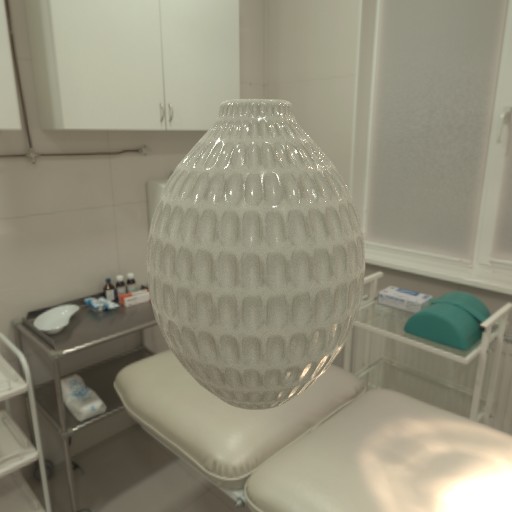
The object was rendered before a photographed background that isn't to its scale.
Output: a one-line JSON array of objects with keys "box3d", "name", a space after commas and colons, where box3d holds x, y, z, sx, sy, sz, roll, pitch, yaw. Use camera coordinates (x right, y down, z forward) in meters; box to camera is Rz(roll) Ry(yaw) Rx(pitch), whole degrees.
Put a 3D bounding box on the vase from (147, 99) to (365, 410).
[{"box3d": [0.000, 0.000, 0.337, 0.162, 0.223, 0.162, 0, 16, 0], "name": "vase"}]
